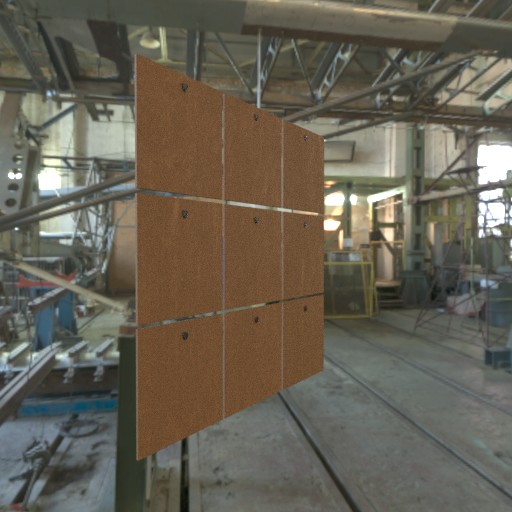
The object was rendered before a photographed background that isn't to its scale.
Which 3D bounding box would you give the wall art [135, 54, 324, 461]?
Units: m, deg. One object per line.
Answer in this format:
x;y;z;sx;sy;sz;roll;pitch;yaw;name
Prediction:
0.000;0.000;2.277;0.023;1.522;1.526;1;1;36;wall art
